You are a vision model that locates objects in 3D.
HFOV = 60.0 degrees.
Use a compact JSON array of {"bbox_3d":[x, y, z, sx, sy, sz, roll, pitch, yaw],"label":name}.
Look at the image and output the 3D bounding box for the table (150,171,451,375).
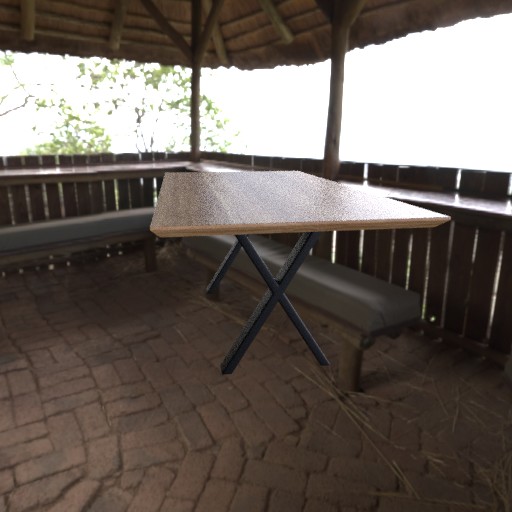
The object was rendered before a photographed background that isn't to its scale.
[{"bbox_3d":[0.000,0.000,2.477,1.000,0.770,2.000,-3,16,-9],"label":"table"}]
